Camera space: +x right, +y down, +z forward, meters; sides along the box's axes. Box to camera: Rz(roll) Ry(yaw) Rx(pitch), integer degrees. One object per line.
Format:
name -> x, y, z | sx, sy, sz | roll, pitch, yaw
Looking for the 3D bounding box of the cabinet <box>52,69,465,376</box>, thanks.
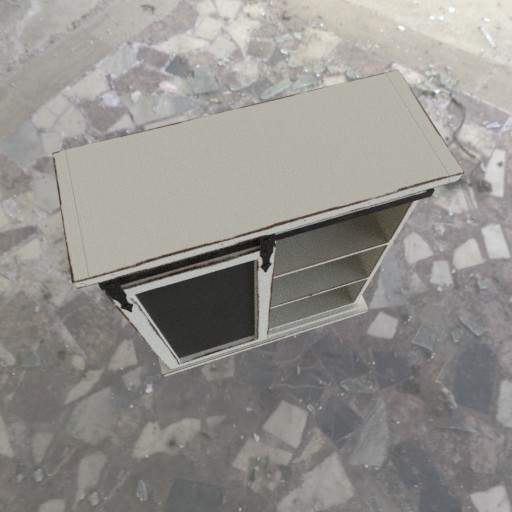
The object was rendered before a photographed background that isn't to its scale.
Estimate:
cabinet -> 0.000, 0.000, 0.893 | 0.541, 0.603, 0.210 | -16, 65, -8
